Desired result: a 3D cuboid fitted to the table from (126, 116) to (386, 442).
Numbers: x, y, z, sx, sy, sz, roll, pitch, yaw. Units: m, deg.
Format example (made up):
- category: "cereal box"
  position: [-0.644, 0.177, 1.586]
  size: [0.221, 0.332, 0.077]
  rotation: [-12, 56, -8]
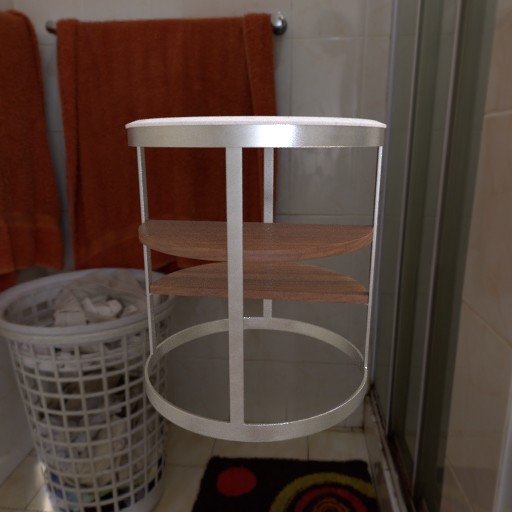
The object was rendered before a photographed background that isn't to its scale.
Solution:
- category: "table"
  position: [0.000, 0.000, 0.773]
  size: [0.407, 0.447, 0.407]
  rotation: [0, 14, 0]
